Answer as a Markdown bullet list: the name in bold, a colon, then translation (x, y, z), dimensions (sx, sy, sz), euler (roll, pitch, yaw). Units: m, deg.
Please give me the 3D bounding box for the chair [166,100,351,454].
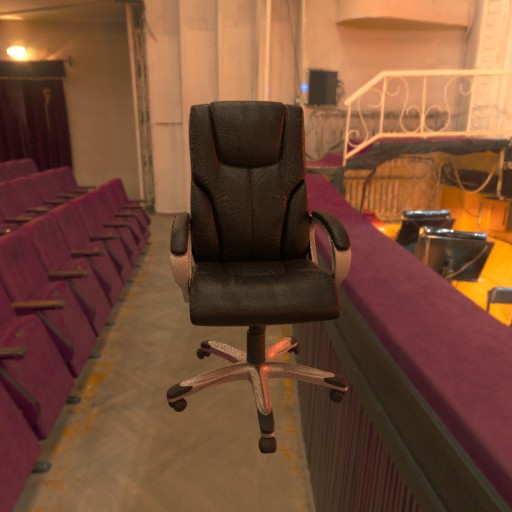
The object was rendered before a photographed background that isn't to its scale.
- **chair**: translation (0.000, 0.000, 1.666), dimensions (0.700, 1.145, 0.780), euler (-2, 16, -6)
